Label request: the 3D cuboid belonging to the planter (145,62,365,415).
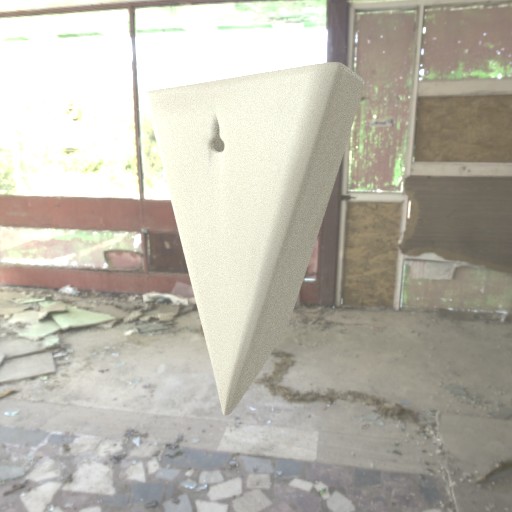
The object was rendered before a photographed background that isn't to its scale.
[{"bbox_3d":[0.000,0.000,0.272,0.060,0.197,0.150,-13,19,-42],"label":"planter"}]
